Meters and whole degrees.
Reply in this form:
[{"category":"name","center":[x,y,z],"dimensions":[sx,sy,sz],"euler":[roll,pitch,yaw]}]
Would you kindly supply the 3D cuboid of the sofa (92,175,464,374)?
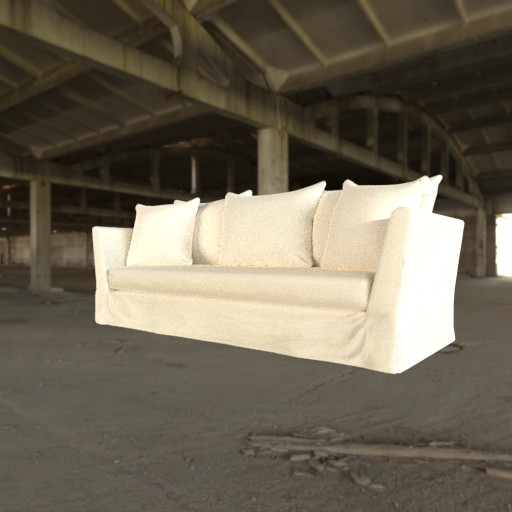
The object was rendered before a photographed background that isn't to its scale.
[{"category":"sofa","center":[0.000,0.000,3.092],"dimensions":[2.484,1.042,1.030],"euler":[0,0,38]}]
